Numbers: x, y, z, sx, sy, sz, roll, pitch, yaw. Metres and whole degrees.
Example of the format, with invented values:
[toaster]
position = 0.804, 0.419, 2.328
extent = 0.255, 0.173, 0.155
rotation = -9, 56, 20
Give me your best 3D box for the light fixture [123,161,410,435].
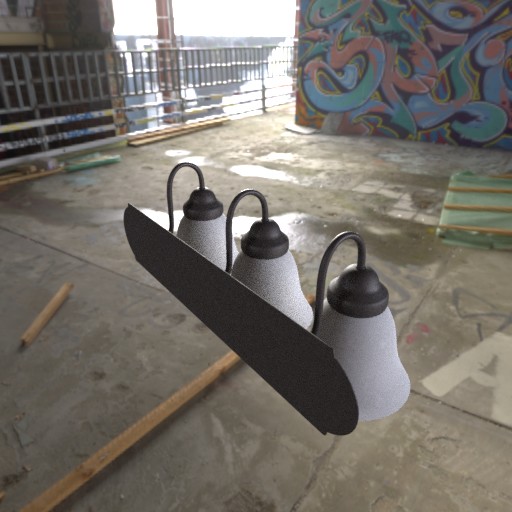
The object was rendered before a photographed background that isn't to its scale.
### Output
[light fixture]
position = 0.000, 0.000, 0.693
extent = 0.199, 0.222, 0.610
rotation = -18, 32, -32
